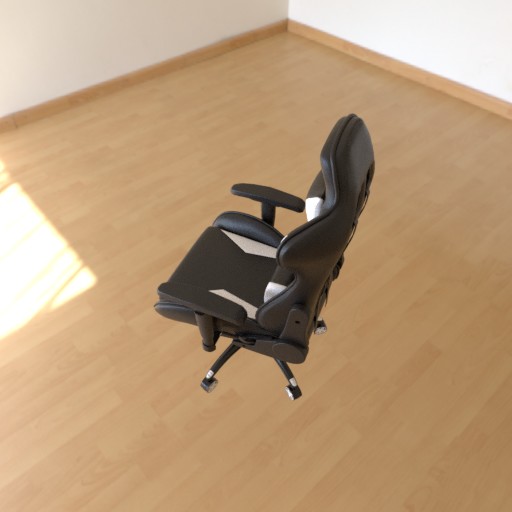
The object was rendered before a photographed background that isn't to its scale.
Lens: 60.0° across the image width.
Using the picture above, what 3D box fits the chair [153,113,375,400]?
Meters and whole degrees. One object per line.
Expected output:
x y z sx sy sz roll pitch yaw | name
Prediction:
0.000 0.000 1.758 0.695 1.285 0.730 18 50 15 | chair
